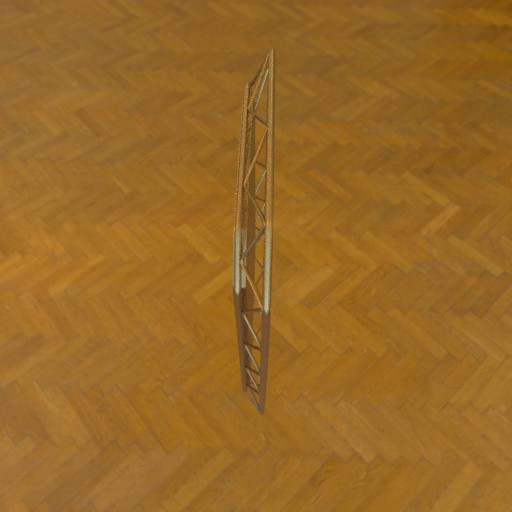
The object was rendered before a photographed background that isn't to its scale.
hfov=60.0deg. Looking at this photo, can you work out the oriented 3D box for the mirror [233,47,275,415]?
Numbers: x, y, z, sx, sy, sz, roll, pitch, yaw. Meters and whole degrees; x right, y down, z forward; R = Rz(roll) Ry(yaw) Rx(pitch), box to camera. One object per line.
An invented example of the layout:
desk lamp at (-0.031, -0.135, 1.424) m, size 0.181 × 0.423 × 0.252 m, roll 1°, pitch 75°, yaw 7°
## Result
mirror at (0.000, 0.000, 0.728) m, size 0.042 × 0.566 × 0.417 m, roll 1°, pitch 58°, yaw 1°
